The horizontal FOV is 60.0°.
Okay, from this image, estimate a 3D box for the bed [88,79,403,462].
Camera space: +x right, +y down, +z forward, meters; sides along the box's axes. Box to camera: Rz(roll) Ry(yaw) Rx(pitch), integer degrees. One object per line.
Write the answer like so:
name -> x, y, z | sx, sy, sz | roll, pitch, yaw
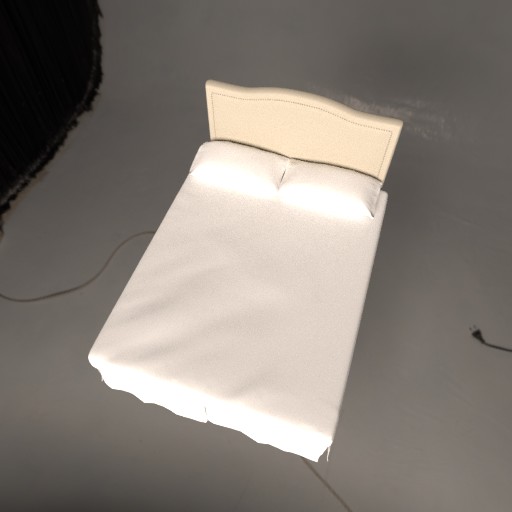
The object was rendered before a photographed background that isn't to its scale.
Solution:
bed -> 0.000, 0.000, 3.621 | 1.977, 1.437, 2.477 | 16, 58, 10
